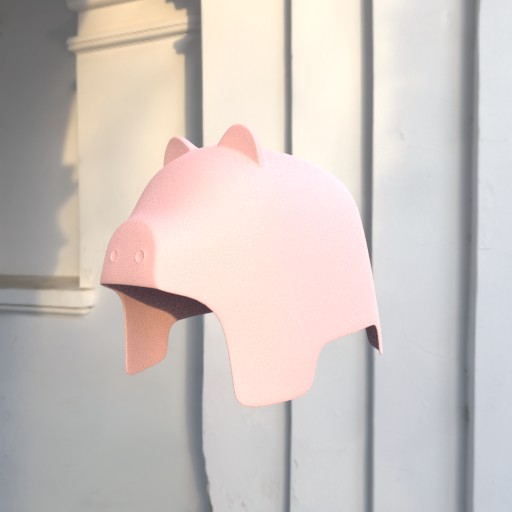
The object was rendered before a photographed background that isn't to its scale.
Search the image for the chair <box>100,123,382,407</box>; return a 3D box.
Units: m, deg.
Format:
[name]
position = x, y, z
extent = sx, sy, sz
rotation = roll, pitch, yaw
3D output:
[chair]
position = 0.000, 0.000, 0.856
extent = 0.364, 0.423, 0.619
rotation = 1, 2, 36
